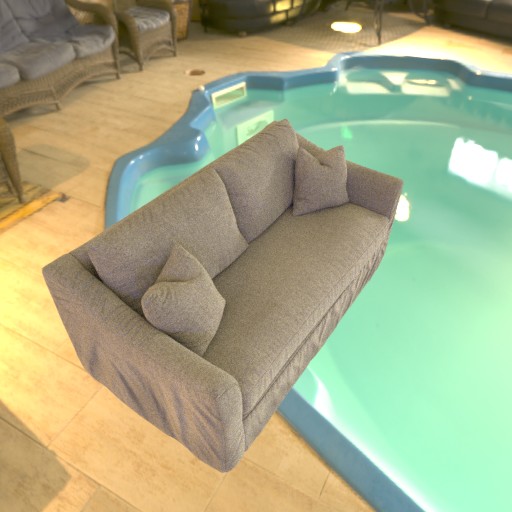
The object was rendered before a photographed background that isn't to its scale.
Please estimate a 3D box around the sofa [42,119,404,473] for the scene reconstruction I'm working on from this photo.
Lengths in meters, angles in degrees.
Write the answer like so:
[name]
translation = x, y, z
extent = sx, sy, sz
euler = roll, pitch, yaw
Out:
[sofa]
translation = 0.000, 0.000, 2.657
extent = 1.072, 1.018, 2.010
euler = 24, 46, 26
